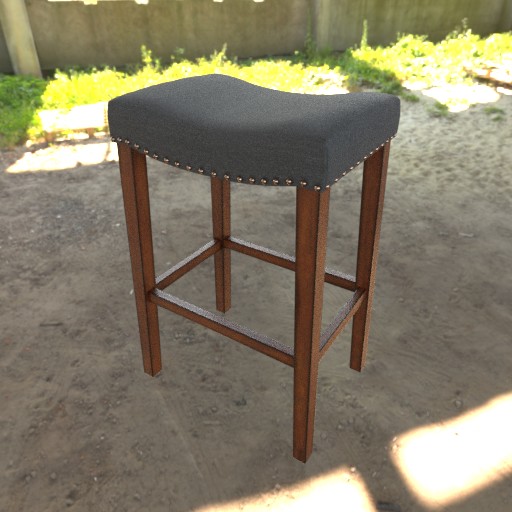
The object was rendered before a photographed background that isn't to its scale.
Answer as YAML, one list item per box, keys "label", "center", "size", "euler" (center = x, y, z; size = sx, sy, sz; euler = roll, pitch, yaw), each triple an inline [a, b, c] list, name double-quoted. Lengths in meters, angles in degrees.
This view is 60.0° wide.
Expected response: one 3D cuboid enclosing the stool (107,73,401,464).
- label: "stool"
  center: [0.000, 0.000, 1.049]
  size: [0.502, 0.748, 0.366]
  euler: [19, 36, 28]
